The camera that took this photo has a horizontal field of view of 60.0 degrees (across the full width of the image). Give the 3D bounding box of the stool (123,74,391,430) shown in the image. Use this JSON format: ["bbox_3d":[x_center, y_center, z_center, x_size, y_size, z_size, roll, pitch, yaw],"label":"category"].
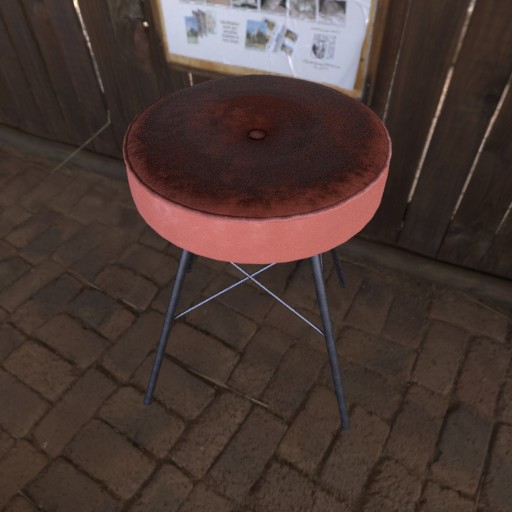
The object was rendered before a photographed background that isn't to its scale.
[{"bbox_3d":[0.000,0.000,0.891,0.457,0.593,0.421,5,47,5],"label":"stool"}]
